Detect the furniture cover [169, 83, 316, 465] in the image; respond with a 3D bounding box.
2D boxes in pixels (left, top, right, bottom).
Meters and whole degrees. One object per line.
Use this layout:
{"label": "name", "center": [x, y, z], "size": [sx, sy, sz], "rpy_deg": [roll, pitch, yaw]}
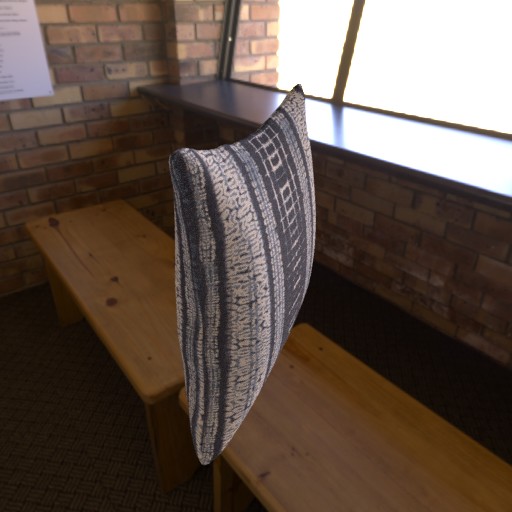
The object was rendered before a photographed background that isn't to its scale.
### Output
{"label": "furniture cover", "center": [0.000, 0.000, 0.668], "size": [0.133, 0.435, 0.425], "rpy_deg": [10, 31, 17]}
